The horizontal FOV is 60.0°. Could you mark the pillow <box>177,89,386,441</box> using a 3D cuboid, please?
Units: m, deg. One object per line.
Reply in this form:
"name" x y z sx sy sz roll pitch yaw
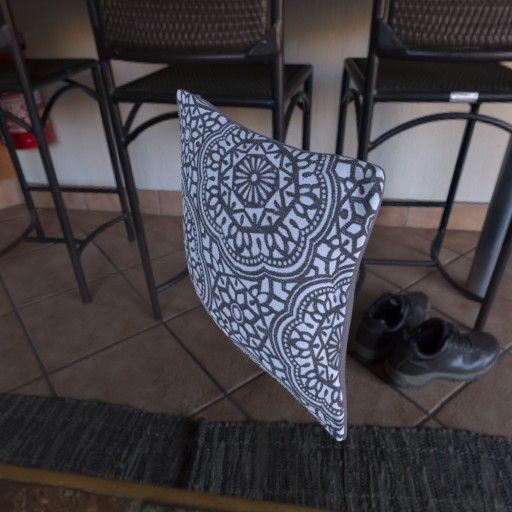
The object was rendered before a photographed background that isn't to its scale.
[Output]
"pillow" 0.000 0.000 0.675 0.148 0.417 0.436 -21 38 -29
